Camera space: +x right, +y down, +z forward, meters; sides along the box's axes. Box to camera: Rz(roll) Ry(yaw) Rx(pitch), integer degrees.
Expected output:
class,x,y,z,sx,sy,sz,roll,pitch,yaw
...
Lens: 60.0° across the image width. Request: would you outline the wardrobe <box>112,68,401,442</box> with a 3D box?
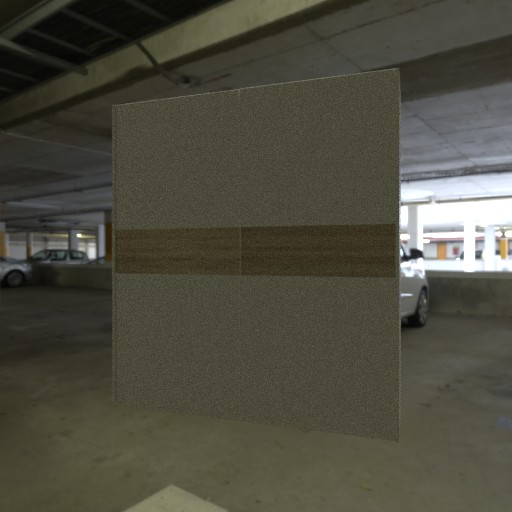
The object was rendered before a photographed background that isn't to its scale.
class,x,y,z,sx,sy,sz,roll,pitch,yaw
wardrobe,0.000,0.000,2.959,1.830,2.020,0.600,0,0,19
